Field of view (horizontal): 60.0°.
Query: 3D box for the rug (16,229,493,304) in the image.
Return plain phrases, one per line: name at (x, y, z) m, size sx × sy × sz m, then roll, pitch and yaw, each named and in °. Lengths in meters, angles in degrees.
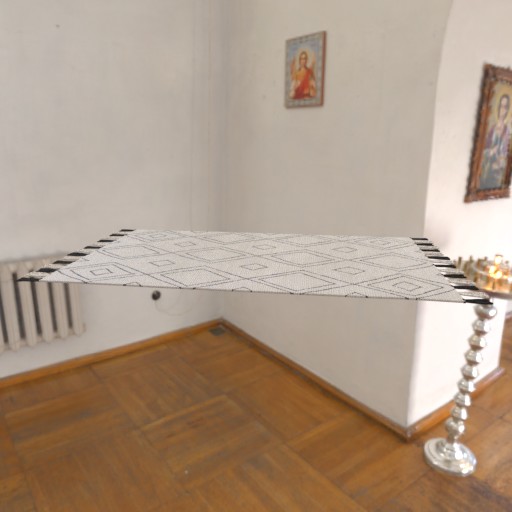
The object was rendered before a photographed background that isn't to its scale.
rug at (0.000, 0.000, 3.214) m, size 2.755 × 0.021 × 1.524 m, roll 2°, pitch 16°, yaw 8°
